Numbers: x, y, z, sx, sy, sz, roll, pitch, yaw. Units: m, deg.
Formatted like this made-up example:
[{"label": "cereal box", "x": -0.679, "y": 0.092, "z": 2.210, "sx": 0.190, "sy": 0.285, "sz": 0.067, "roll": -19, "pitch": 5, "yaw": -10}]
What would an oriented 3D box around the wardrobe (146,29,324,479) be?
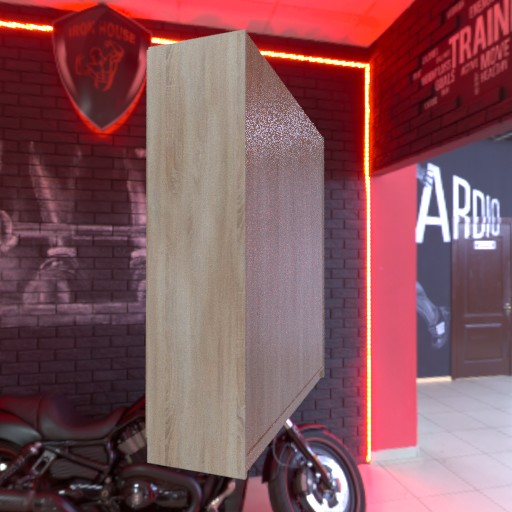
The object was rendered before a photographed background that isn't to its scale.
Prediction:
[{"label": "wardrobe", "x": 0.000, "y": 0.000, "z": 3.162, "sx": 0.598, "sy": 2.159, "sz": 1.998, "roll": 0, "pitch": -1, "yaw": 19}]
